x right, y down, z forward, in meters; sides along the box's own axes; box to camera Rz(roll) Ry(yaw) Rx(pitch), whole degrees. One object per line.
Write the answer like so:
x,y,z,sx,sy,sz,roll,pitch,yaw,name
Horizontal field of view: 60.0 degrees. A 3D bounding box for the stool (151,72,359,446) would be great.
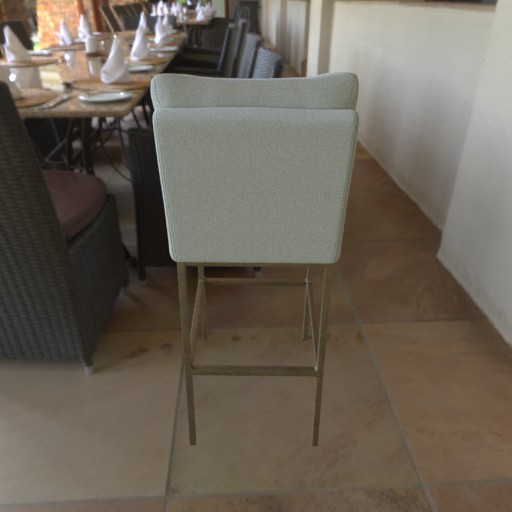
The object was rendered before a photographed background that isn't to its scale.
0.000,0.000,1.392,0.463,1.125,0.572,0,30,0,stool
